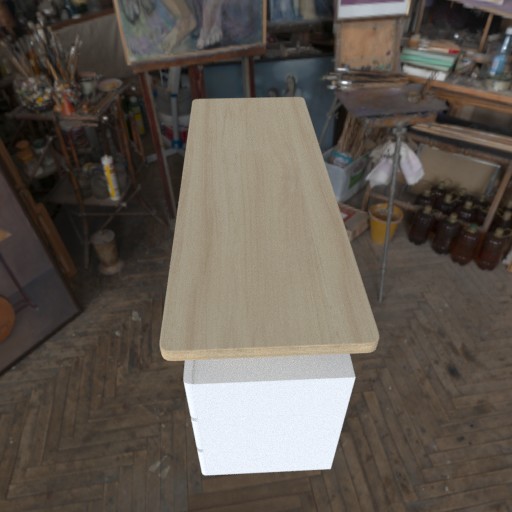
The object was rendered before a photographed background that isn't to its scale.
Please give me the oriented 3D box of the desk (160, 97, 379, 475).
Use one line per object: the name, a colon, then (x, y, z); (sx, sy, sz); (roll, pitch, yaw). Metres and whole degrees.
desk: (0.000, 0.000, 1.893); (0.550, 0.755, 1.500); (-2, 42, -2)
